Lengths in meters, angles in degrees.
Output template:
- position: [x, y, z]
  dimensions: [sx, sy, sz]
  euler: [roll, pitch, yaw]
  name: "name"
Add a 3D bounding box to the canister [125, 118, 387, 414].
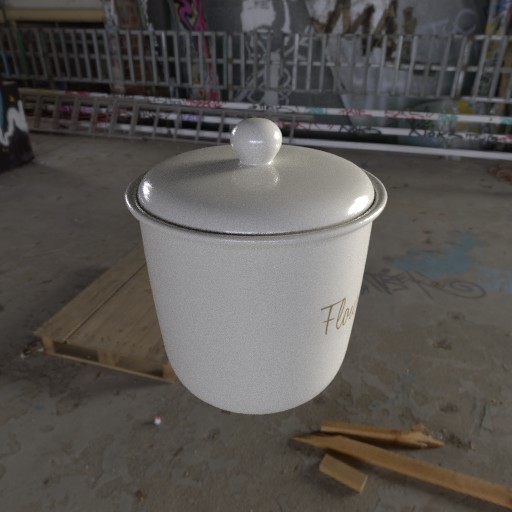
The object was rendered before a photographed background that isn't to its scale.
- position: [0.000, 0.000, 0.345]
  dimensions: [0.182, 0.208, 0.182]
  euler: [0, 28, 0]
  name: "canister"
